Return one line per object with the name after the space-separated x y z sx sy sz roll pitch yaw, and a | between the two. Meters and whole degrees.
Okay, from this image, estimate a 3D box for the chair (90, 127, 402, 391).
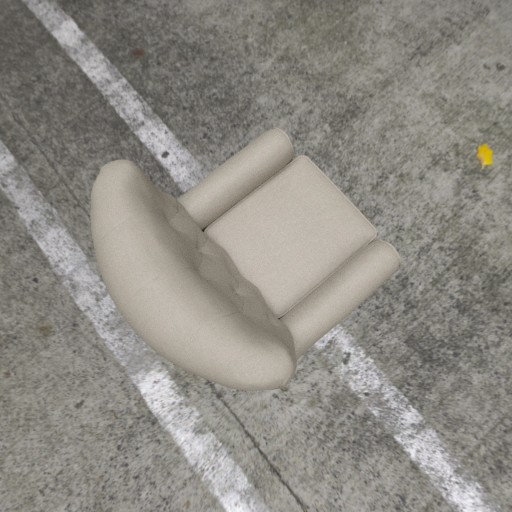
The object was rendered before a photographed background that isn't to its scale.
0.000 0.000 1.944 1.059 1.158 0.943 -38 78 -9 | chair
